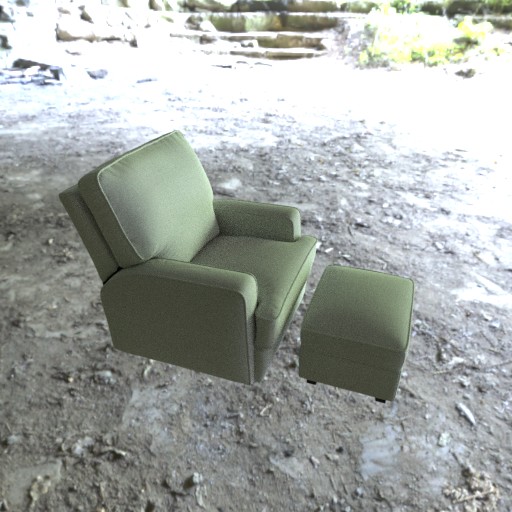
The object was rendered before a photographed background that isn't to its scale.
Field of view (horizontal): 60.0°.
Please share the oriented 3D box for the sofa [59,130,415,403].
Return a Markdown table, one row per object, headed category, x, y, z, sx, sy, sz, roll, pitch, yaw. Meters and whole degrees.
| category | x | y | z | sx | sy | sz | roll | pitch | yaw |
| --- | --- | --- | --- | --- | --- | --- | --- | --- | --- |
| sofa | 0.000 | 0.000 | 2.093 | 1.472 | 0.959 | 0.861 | 10 | 32 | 17 |
